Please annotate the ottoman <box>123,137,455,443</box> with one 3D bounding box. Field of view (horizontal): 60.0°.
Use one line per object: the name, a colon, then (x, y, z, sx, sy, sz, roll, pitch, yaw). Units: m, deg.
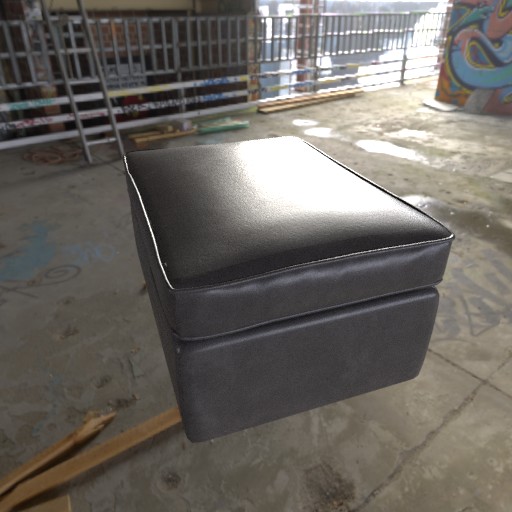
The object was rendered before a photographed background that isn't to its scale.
ottoman: (0.000, 0.000, 1.130, 0.554, 0.445, 0.756, -10, 31, -17)
